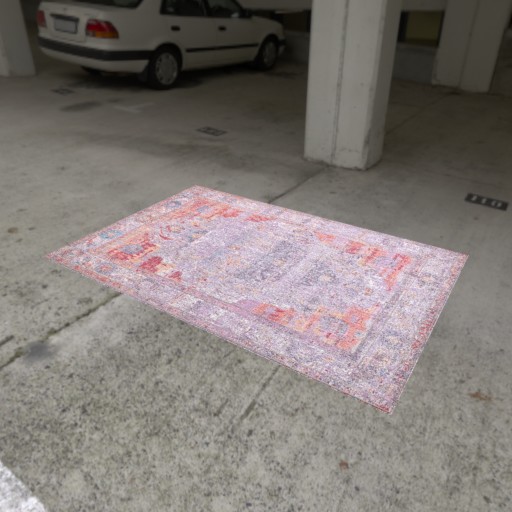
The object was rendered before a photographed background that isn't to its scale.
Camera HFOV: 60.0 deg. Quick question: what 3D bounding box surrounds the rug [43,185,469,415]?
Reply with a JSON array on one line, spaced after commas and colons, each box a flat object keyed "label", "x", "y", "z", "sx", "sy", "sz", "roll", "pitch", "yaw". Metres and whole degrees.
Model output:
[{"label": "rug", "x": 0.000, "y": 0.000, "z": 2.285, "sx": 1.829, "sy": 0.005, "sz": 1.219, "roll": 18, "pitch": 35, "yaw": 28}]
